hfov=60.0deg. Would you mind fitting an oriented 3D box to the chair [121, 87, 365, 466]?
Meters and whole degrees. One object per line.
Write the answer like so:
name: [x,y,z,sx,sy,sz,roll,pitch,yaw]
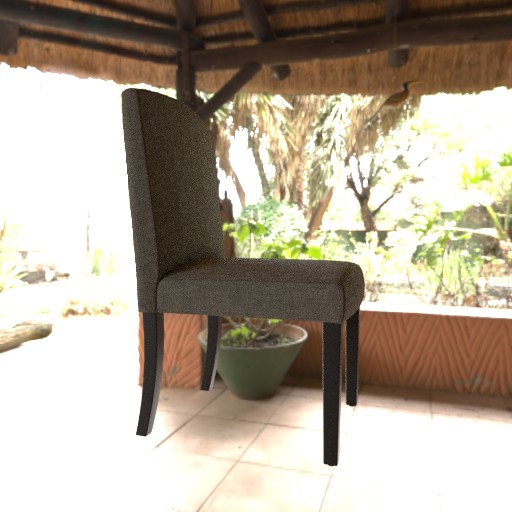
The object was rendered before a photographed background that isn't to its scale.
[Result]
chair: [0.000,0.000,1.239,0.580,0.917,0.451,0,1,19]
